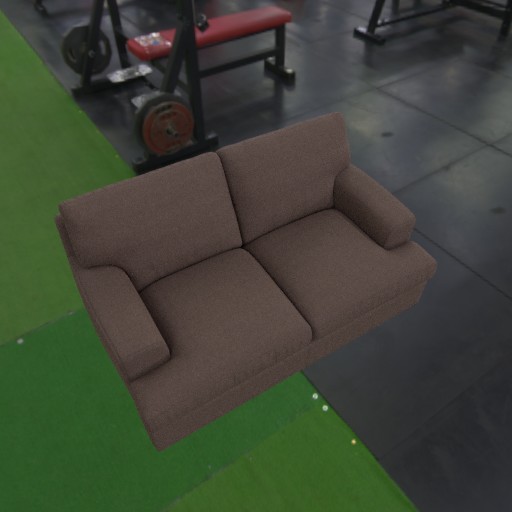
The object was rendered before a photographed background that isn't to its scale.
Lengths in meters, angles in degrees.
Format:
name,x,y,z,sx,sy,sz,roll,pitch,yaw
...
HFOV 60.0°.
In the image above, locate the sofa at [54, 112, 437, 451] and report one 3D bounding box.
name,x,y,z,sx,sy,sz,roll,pitch,yaw
sofa,0.000,0.000,2.518,1.869,0.950,1.140,-24,51,-21
